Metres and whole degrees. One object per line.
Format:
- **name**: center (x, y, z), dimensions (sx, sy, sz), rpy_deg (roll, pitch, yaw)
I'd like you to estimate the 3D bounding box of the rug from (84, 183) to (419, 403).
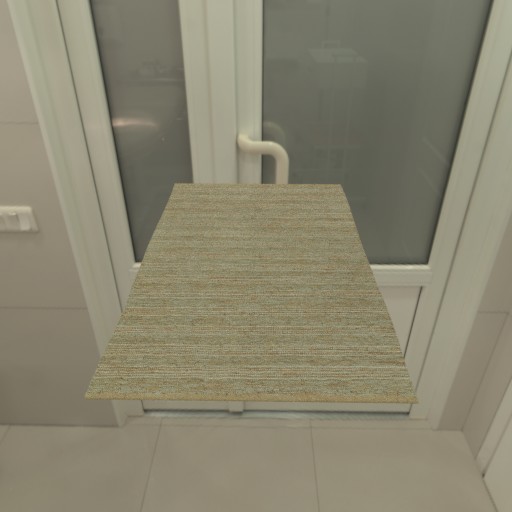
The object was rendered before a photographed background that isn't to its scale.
- **rug**: center (0.000, 0.000, 3.043), dimensions (1.540, 0.012, 2.448), rpy_deg (0, 33, 1)
